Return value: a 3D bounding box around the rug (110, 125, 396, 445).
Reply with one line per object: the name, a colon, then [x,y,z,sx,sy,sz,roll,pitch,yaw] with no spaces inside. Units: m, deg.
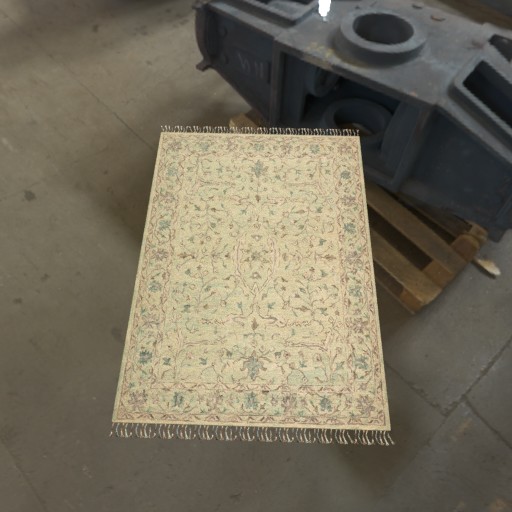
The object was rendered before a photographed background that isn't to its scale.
rug: [0.000,0.000,2.325,1.247,0.008,1.802,1,62,1]
